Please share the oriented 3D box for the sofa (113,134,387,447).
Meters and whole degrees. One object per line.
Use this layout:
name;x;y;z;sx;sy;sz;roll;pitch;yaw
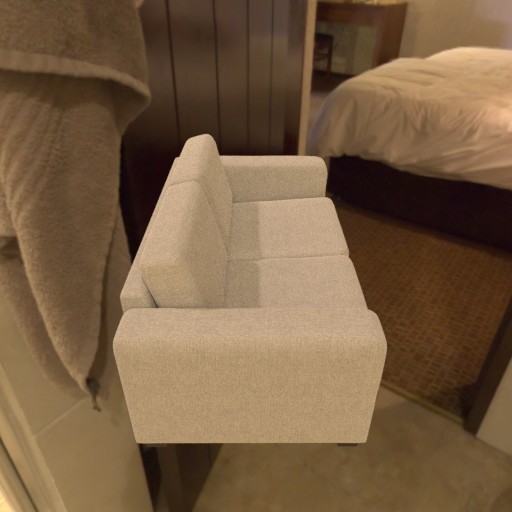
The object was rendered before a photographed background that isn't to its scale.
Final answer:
sofa;0.000;0.000;2.079;0.900;0.800;1.540;0;34;0
